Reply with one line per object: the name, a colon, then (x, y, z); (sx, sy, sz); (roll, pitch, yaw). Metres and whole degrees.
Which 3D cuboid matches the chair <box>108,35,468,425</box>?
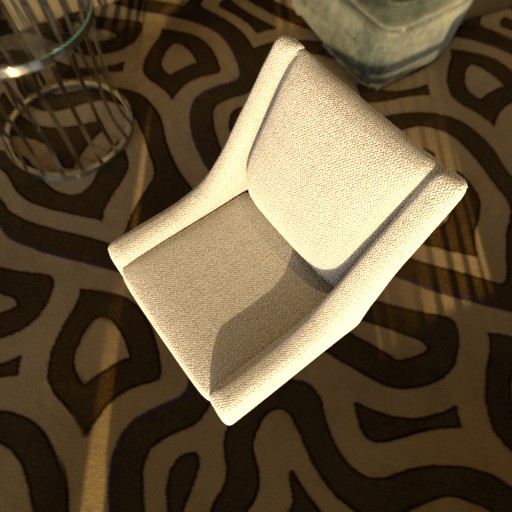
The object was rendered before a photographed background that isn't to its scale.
chair: (0.000, 0.000, 1.610); (0.870, 1.014, 0.774); (-34, 68, -16)
